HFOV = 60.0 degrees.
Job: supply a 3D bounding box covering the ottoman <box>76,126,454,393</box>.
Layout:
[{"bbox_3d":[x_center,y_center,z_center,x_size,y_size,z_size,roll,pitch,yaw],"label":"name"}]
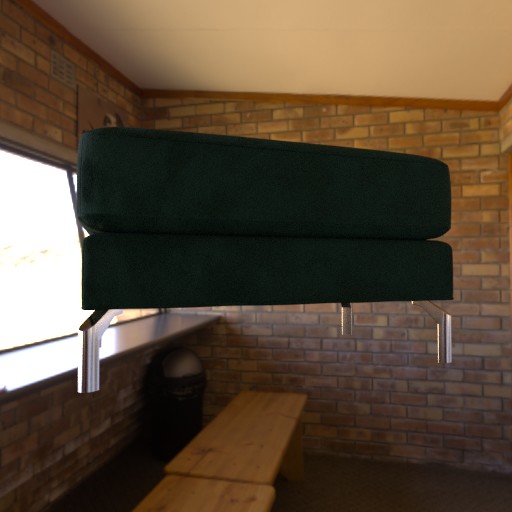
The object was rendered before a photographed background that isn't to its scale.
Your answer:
[{"bbox_3d":[0.000,0.000,1.207,0.886,0.533,0.536,0,-2,-18],"label":"ottoman"}]
